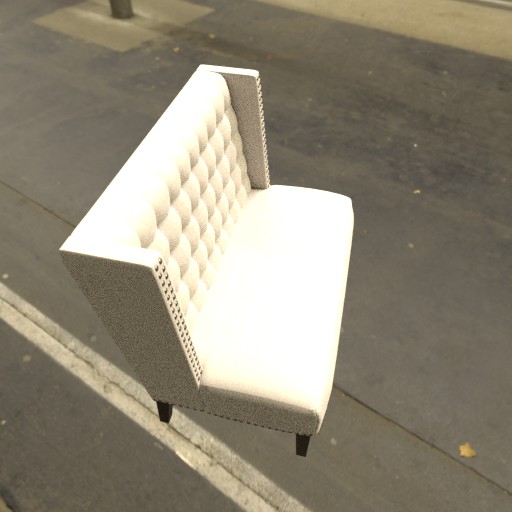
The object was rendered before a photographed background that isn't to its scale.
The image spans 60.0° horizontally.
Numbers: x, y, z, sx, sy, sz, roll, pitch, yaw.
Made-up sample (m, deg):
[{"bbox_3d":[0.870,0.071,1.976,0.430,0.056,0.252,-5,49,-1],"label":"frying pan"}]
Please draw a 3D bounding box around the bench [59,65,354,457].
[{"bbox_3d":[0.000,0.000,1.991,0.847,1.123,1.280,10,47,9],"label":"bench"}]
